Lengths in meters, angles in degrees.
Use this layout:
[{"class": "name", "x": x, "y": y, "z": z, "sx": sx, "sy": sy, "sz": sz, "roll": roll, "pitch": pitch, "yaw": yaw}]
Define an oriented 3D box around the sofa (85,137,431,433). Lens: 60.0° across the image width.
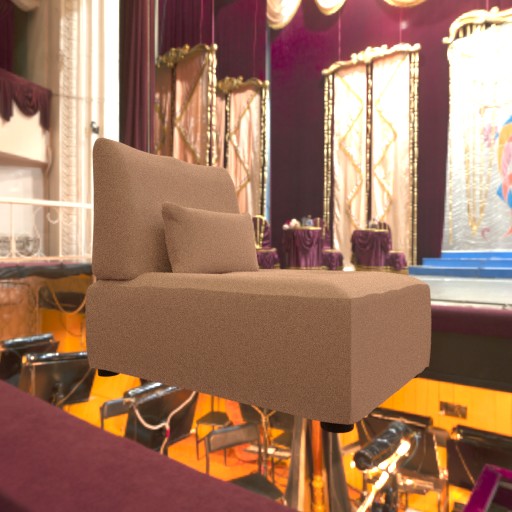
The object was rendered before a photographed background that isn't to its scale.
[{"class": "sofa", "x": 0.000, "y": 0.000, "z": 1.543, "sx": 1.000, "sy": 0.820, "sz": 0.700, "roll": 0, "pitch": 0, "yaw": 35}]
